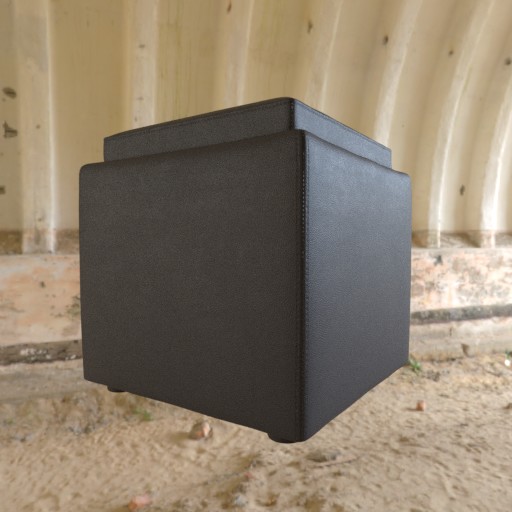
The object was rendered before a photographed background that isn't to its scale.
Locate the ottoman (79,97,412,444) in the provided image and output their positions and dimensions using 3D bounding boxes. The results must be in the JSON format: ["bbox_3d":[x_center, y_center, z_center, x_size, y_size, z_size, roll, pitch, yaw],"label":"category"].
[{"bbox_3d":[0.000,0.000,0.813,0.450,0.460,0.451,1,2,35],"label":"ottoman"}]
